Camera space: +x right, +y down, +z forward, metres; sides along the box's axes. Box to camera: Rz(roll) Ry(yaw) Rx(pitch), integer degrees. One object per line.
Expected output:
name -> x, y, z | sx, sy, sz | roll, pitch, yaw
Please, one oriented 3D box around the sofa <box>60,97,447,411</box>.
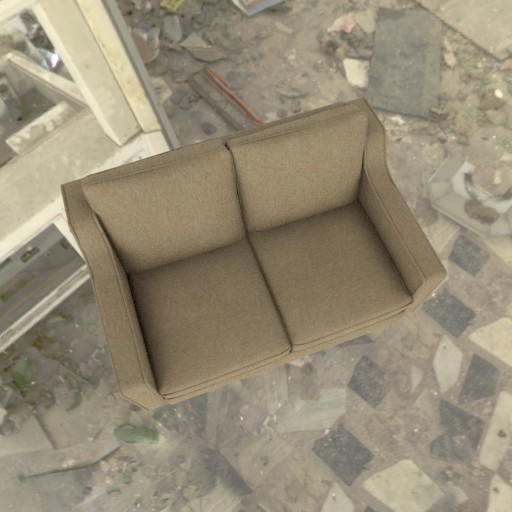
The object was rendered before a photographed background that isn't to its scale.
sofa -> 0.000, 0.000, 2.185 | 1.503, 0.981, 0.985 | -19, 66, -9
